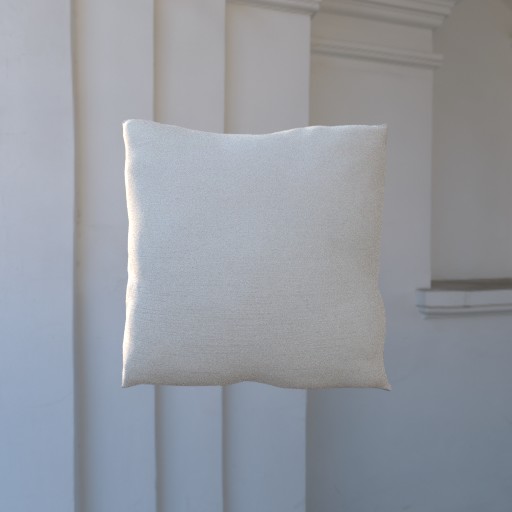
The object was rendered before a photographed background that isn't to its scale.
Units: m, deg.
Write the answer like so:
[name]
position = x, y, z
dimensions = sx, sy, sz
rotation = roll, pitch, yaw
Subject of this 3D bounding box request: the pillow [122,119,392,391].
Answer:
[pillow]
position = 0.000, 0.000, 0.728
dimensions = 0.450, 0.448, 0.245
rotation = 0, 1, 0
